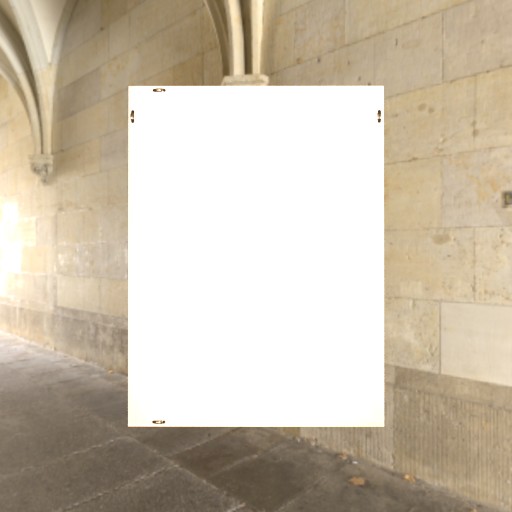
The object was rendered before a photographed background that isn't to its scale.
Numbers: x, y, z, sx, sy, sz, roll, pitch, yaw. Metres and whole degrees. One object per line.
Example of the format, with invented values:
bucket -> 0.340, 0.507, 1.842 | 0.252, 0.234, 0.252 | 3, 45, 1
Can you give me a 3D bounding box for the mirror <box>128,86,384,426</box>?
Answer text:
mirror -> 0.000, 0.000, 1.338 | 0.762, 1.016, 0.040 | 0, 0, 0
